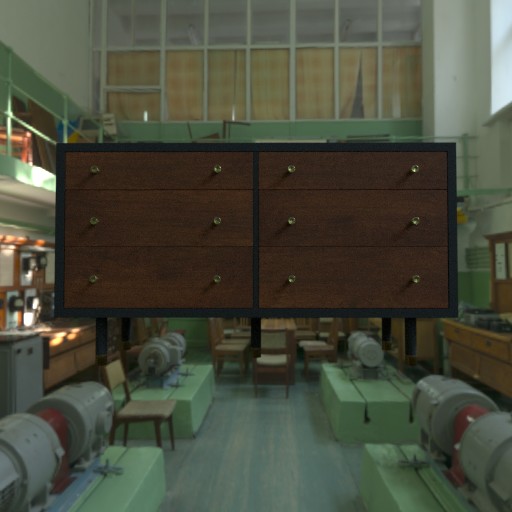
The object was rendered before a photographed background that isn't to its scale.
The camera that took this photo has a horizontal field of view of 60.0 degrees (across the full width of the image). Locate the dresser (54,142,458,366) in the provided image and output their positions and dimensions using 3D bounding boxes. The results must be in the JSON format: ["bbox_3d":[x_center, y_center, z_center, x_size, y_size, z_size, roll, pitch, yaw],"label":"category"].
[{"bbox_3d":[0.000,0.000,1.922,1.558,0.872,0.463,0,-2,0],"label":"dresser"}]
